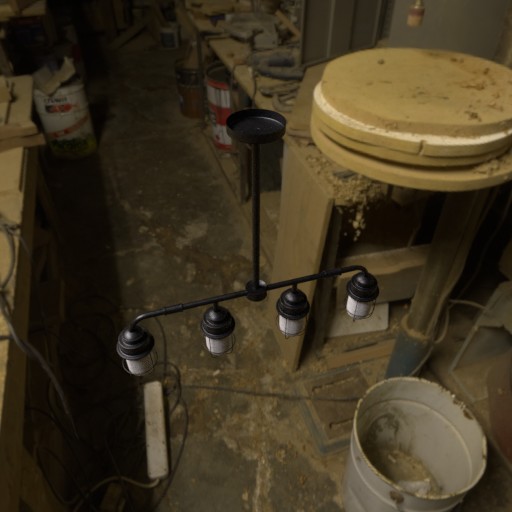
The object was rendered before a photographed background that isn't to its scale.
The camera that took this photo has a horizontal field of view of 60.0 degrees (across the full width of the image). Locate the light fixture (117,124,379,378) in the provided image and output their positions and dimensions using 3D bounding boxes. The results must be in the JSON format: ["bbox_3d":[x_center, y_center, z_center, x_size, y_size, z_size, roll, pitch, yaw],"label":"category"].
[{"bbox_3d":[0.000,0.000,1.225,0.852,0.785,0.131,-12,43,-13],"label":"light fixture"}]
